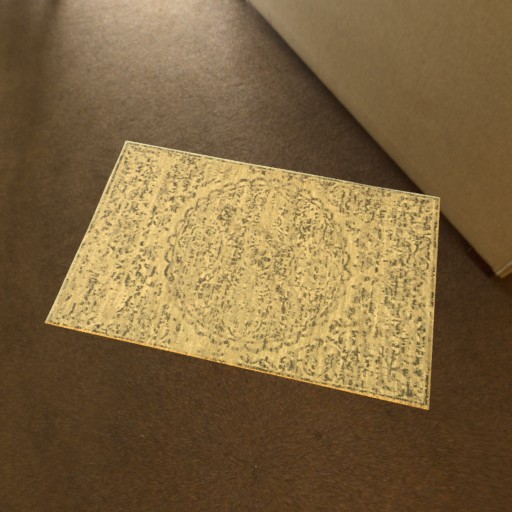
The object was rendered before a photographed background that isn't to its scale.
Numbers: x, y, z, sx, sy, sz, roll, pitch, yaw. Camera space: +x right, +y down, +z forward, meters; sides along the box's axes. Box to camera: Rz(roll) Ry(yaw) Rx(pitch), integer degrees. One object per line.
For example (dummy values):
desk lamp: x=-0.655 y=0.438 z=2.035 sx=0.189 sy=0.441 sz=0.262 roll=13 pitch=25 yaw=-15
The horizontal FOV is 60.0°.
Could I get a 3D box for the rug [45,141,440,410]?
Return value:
rug: x=0.000 y=0.000 z=3.066 sx=2.447 sy=0.021 sz=1.527 roll=11 pitch=65 yaw=5
